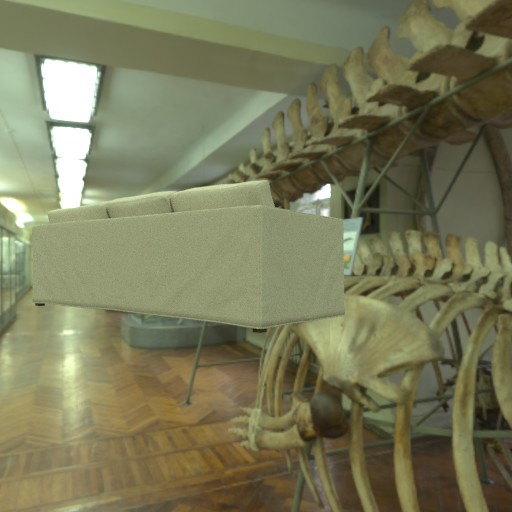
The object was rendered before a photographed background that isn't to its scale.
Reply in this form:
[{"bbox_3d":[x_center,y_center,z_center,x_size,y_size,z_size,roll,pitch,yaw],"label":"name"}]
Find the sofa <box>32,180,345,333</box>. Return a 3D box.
[{"bbox_3d":[0.000,0.000,4.325,2.432,0.871,3.182,0,-1,36],"label":"sofa"}]
